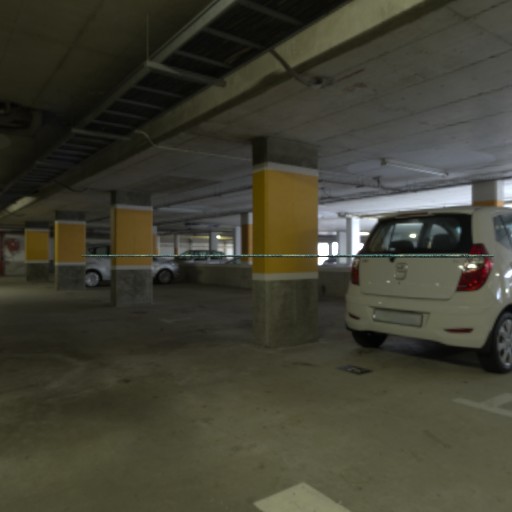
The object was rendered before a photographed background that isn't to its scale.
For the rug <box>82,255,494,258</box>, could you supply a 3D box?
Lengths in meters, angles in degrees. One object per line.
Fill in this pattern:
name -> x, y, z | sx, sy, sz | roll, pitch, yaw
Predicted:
rug -> 0.000, 0.000, 2.654 | 2.435, 0.011, 0.750 | 0, 0, 36
